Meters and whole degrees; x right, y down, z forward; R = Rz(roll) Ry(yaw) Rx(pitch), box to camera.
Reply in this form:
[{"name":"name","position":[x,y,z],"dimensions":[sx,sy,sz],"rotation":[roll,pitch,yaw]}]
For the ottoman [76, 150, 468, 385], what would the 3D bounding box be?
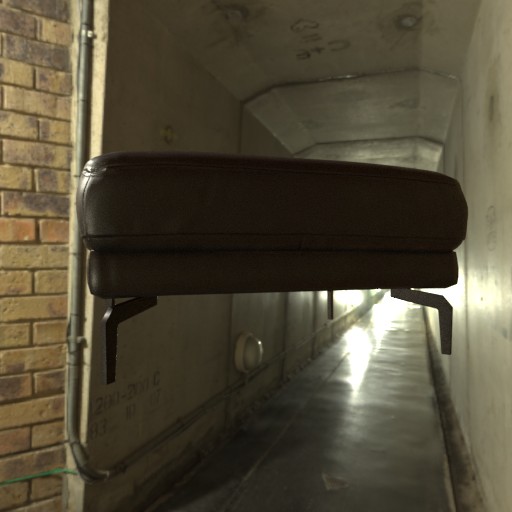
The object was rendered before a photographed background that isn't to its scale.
[{"name":"ottoman","position":[0.000,0.000,1.044],"dimensions":[0.764,0.402,0.570],"rotation":[0,0,-18]}]
